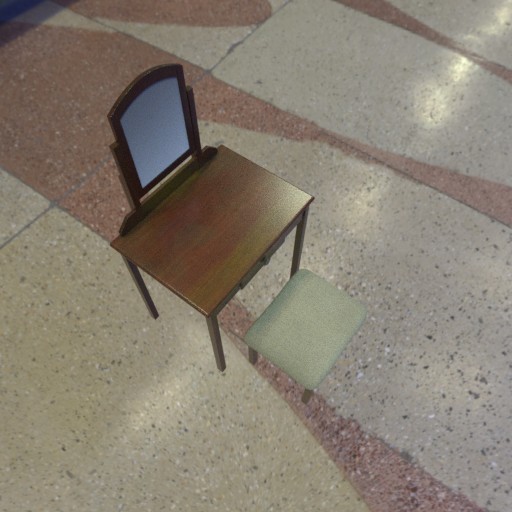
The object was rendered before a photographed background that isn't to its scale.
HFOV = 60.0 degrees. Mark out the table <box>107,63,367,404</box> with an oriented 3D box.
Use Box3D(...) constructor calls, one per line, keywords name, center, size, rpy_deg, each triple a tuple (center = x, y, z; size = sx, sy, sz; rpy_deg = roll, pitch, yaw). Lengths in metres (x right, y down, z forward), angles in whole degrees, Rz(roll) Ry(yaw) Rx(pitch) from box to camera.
Box3D(name="table", center=(0.000, 0.000, 2.280), size=(1.211, 1.631, 0.876), rpy_deg=(33, 64, 19))
